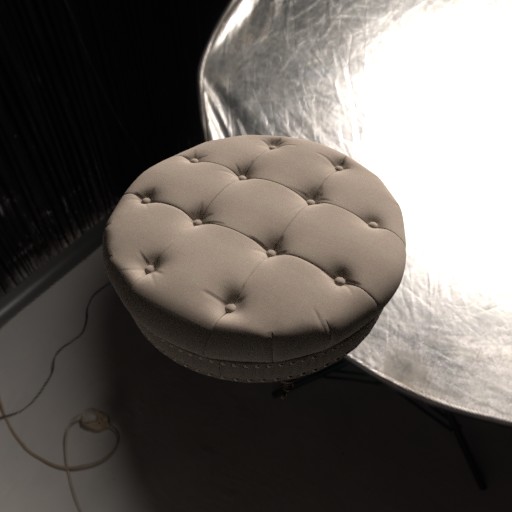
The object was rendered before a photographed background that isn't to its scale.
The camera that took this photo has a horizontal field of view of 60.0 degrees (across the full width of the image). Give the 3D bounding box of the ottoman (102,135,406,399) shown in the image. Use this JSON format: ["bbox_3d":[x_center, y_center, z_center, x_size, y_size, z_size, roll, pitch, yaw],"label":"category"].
[{"bbox_3d":[0.000,0.000,1.430,0.901,0.439,0.901,0,46,0],"label":"ottoman"}]
